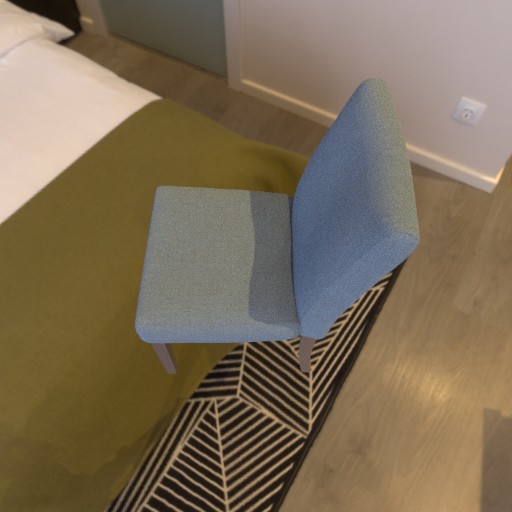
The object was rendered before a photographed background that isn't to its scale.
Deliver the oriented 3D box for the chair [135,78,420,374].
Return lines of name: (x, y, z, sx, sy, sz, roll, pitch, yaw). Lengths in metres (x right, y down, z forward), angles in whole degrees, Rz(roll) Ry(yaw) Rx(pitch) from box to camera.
chair: (0.000, 0.000, 1.269, 0.629, 0.882, 0.487, 1, 59, 0)
